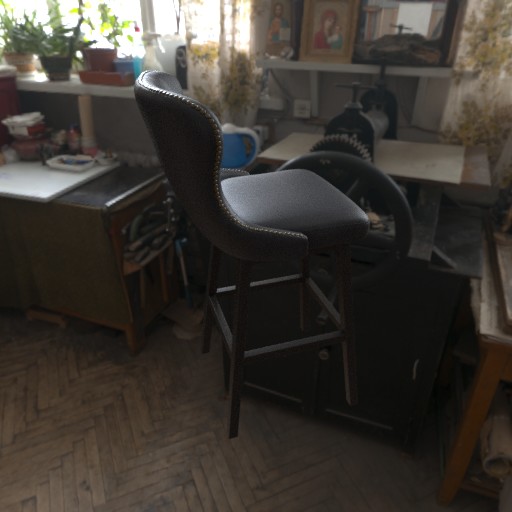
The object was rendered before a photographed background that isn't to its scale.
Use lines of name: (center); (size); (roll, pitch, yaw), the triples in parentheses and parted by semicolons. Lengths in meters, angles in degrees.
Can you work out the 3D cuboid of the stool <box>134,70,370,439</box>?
stool: (0.000, 0.000, 1.373); (0.601, 1.050, 0.528); (-9, 31, -15)
